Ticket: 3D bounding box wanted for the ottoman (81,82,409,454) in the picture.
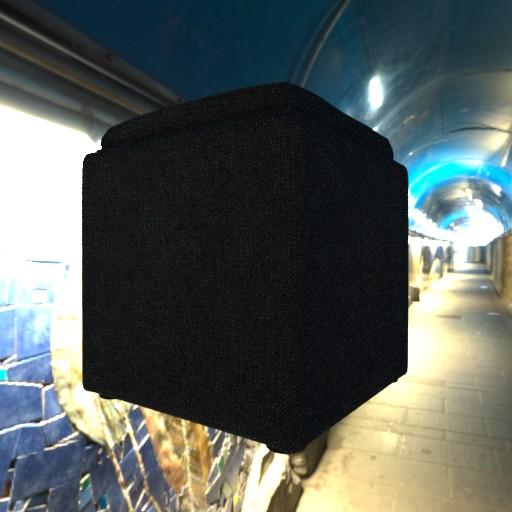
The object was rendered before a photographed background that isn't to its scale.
[{"bbox_3d":[0.000,0.000,0.830,0.436,0.493,0.454,0,1,36],"label":"ottoman"}]
